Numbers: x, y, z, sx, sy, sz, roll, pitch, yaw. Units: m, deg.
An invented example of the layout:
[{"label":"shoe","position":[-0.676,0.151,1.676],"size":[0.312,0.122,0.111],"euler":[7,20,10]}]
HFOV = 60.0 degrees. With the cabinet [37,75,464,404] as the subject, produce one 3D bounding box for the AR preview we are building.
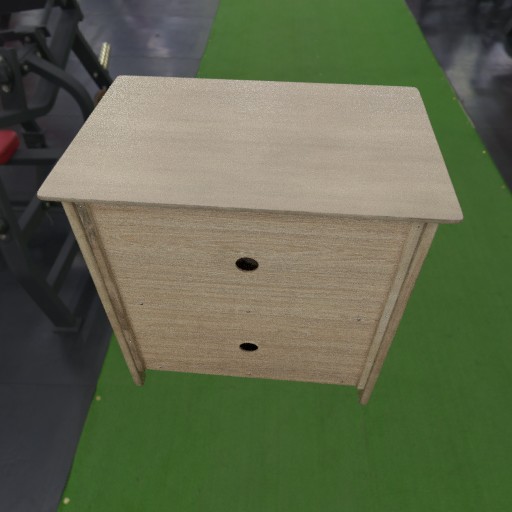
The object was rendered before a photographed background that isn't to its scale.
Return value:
[{"label":"cabinet","position":[0.000,0.000,1.225],"size":[0.763,0.762,0.503],"euler":[4,46,4]}]
